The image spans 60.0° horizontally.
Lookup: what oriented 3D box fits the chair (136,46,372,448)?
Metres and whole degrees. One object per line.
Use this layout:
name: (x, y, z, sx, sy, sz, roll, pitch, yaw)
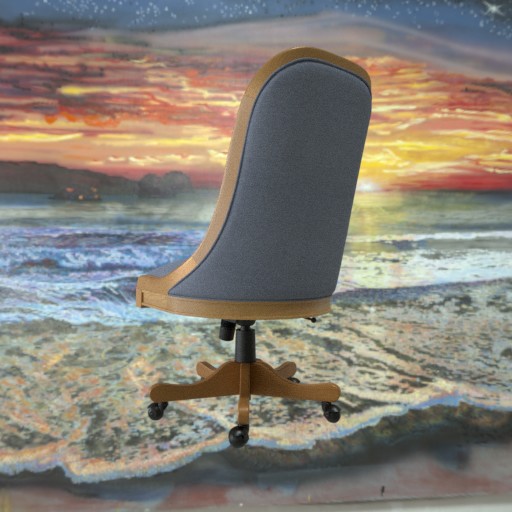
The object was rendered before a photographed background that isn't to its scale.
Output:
chair: (0.000, 0.000, 1.433, 0.605, 1.031, 0.735, 1, -2, -36)
